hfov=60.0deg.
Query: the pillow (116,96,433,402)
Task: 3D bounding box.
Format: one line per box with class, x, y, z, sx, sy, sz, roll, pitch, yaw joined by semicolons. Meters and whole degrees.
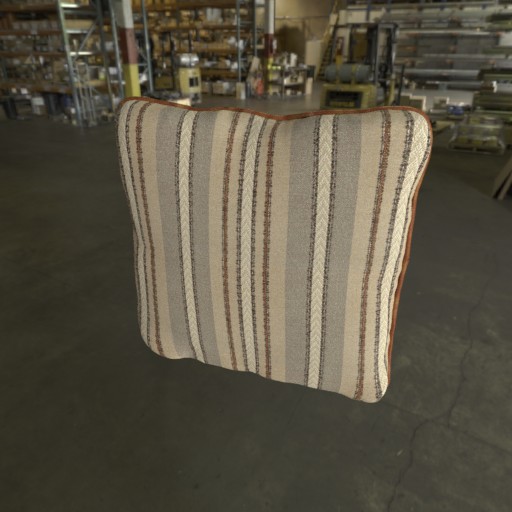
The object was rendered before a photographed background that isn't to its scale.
pillow;0.000;0.000;0.738;0.489;0.490;0.130;8;27;17
